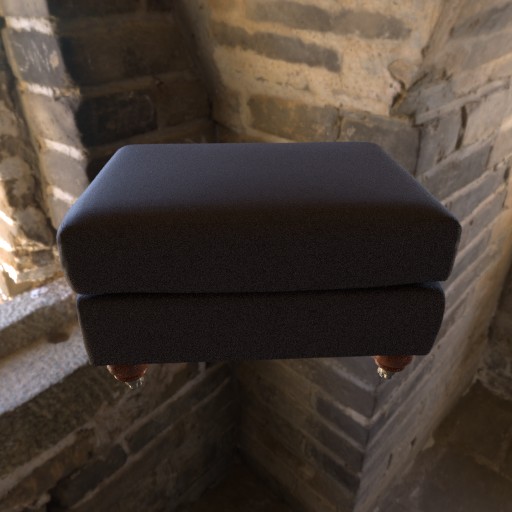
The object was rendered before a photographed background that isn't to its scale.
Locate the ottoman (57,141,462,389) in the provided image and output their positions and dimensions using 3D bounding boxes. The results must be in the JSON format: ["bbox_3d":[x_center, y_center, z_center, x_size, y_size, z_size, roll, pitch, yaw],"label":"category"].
[{"bbox_3d":[0.000,0.000,1.131,0.773,0.497,0.574,-1,29,-3],"label":"ottoman"}]
